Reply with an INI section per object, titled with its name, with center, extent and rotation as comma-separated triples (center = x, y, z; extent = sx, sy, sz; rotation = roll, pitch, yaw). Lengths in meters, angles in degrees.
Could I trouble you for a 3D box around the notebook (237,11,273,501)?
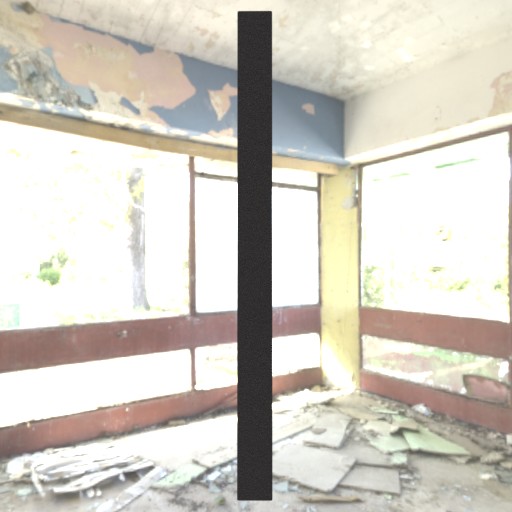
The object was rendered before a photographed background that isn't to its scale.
[notebook]
center = 0.000, 0.000, 0.255
extent = 0.016, 0.213, 0.127
rotation = 0, -1, 0
